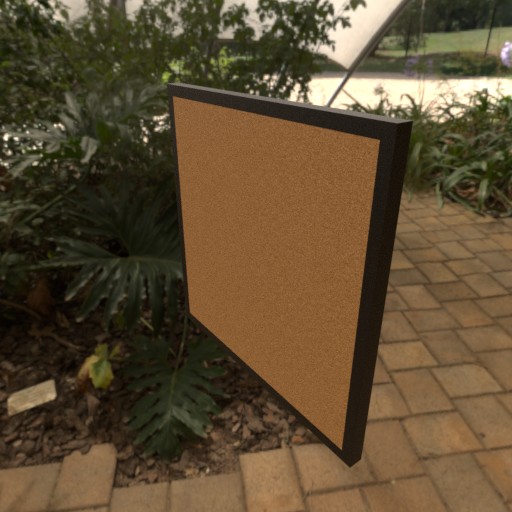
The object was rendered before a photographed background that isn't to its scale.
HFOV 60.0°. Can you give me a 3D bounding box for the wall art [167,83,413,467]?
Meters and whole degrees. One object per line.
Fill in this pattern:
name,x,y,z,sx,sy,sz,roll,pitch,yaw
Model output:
wall art,0.000,0.000,1.121,0.038,0.762,0.762,-19,32,-33
